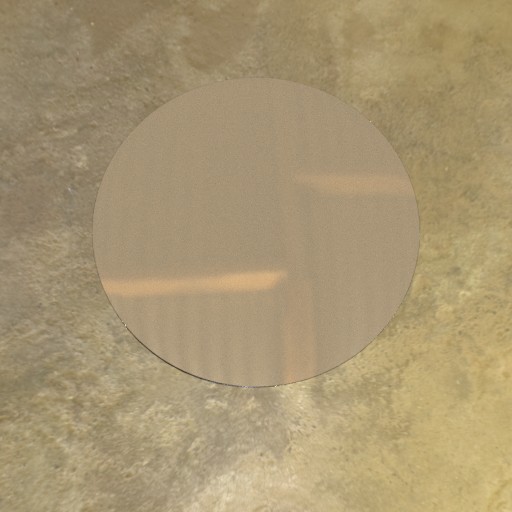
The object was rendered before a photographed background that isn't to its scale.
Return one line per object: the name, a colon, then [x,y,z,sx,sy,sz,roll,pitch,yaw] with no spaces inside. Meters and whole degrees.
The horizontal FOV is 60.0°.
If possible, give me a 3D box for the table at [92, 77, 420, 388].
table: [0.000,0.000,0.889,0.499,0.443,0.499,0,74,0]
